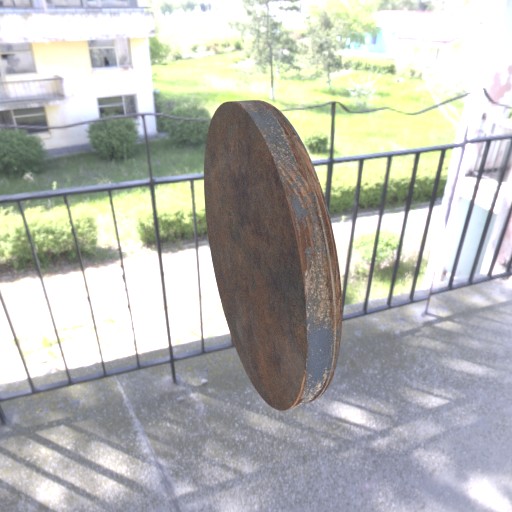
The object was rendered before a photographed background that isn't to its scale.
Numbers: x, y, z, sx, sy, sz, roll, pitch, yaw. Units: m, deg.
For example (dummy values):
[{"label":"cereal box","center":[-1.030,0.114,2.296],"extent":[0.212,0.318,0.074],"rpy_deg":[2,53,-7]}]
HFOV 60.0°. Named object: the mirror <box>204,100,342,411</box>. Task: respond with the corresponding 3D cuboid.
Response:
[{"label":"mirror","center":[0.000,0.000,0.880],"extent":[0.061,0.585,0.585],"rpy_deg":[-11,32,-17]}]
